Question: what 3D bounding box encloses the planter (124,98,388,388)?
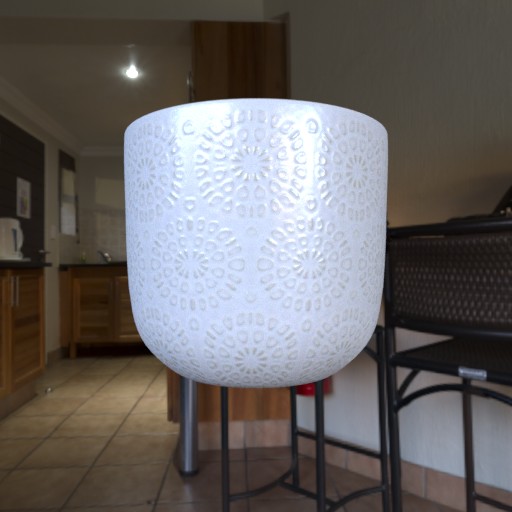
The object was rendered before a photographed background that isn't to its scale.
[{"bbox_3d":[0.000,0.000,0.298,0.170,0.152,0.170,0,0,0],"label":"planter"}]
